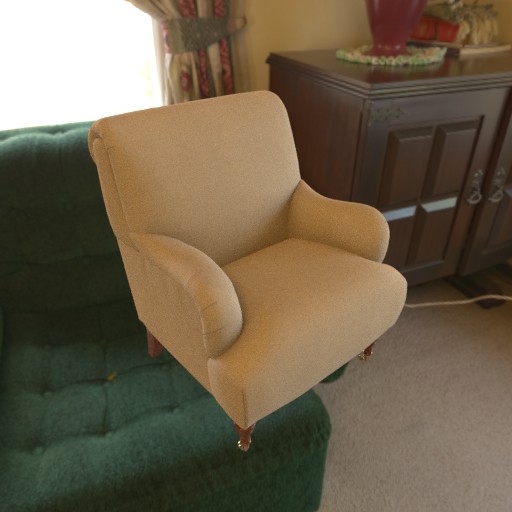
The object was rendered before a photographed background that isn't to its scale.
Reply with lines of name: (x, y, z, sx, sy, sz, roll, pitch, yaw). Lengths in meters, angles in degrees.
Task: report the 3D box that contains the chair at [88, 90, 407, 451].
chair: (0.000, 0.000, 1.548, 0.766, 0.942, 0.842, -24, 38, -33)
